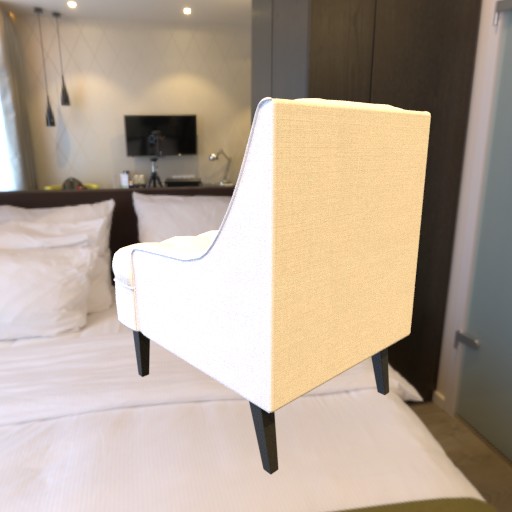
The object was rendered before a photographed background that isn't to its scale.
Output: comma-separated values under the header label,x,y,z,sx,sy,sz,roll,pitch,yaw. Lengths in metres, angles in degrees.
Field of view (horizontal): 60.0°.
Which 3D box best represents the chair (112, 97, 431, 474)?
label,x,y,z,sx,sy,sz,roll,pitch,yaw
chair,0.000,0.000,1.413,0.658,0.891,0.772,-13,19,-41
